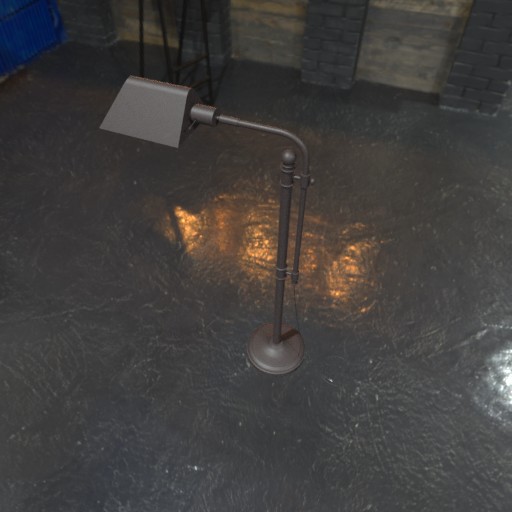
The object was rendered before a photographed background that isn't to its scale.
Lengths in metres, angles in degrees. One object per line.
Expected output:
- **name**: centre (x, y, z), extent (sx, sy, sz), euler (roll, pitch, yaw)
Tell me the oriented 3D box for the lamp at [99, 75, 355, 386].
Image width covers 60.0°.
- **lamp**: centre (0.000, 0.000, 0.951), extent (0.545, 0.708, 0.159), euler (17, 50, 15)
